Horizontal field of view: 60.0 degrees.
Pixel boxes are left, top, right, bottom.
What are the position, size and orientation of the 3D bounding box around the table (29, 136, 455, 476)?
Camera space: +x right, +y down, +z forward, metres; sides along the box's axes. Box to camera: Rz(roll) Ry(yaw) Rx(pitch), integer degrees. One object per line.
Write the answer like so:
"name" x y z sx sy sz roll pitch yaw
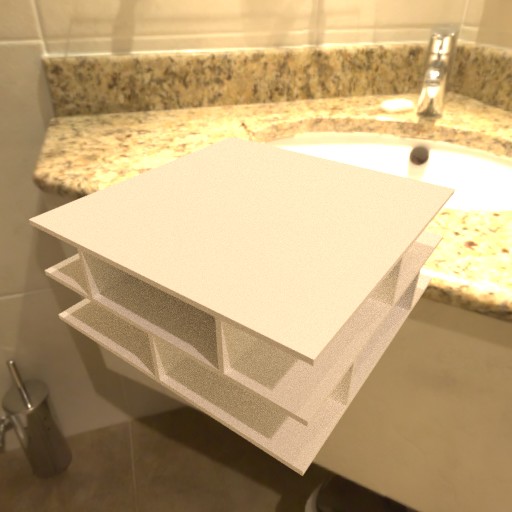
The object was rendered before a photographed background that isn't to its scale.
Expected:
"table" 0.000 0.000 1.096 0.700 0.289 0.700 21 38 29
